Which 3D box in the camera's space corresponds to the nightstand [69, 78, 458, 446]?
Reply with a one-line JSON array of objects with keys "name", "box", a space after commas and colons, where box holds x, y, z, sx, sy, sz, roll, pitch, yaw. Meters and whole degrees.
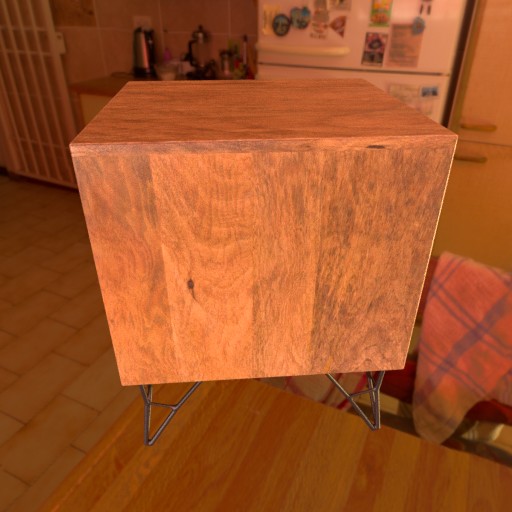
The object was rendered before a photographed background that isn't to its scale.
[{"name": "nightstand", "box": [0.000, 0.000, 0.832, 0.457, 0.559, 0.406, -2, 31, -4]}]
